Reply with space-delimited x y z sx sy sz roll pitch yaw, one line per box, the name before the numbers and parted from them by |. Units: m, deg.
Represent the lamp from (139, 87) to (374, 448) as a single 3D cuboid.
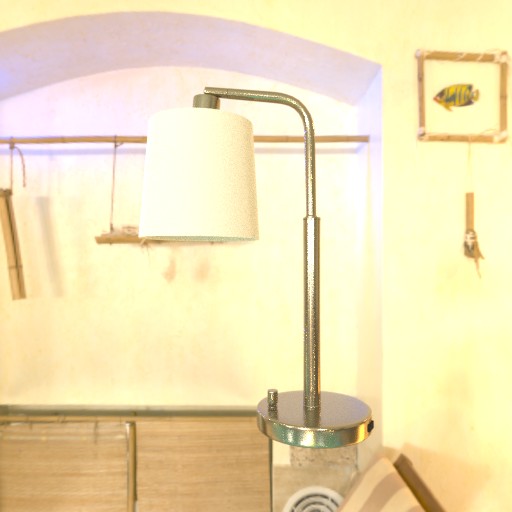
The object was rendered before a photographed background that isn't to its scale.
lamp | 0.000 0.000 0.640 0.333 0.489 0.171 0 0 -1
